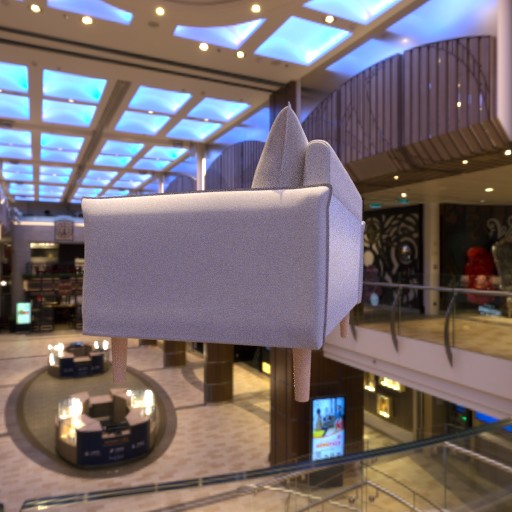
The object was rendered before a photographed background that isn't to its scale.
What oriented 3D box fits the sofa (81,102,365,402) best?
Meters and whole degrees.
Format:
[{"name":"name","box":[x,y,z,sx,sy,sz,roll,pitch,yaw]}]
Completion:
[{"name":"sofa","box":[0.000,0.000,1.881,0.820,0.840,1.300,0,0,18]}]
